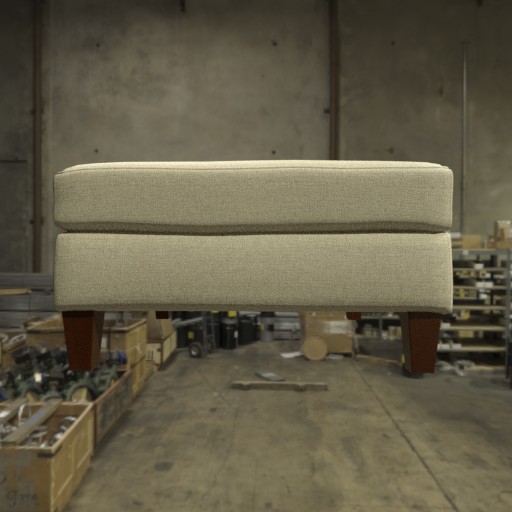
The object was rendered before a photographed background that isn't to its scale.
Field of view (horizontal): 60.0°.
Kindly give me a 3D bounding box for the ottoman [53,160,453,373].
[{"bbox_3d":[0.000,0.000,1.307,0.838,0.478,0.838,0,1,1],"label":"ottoman"}]
